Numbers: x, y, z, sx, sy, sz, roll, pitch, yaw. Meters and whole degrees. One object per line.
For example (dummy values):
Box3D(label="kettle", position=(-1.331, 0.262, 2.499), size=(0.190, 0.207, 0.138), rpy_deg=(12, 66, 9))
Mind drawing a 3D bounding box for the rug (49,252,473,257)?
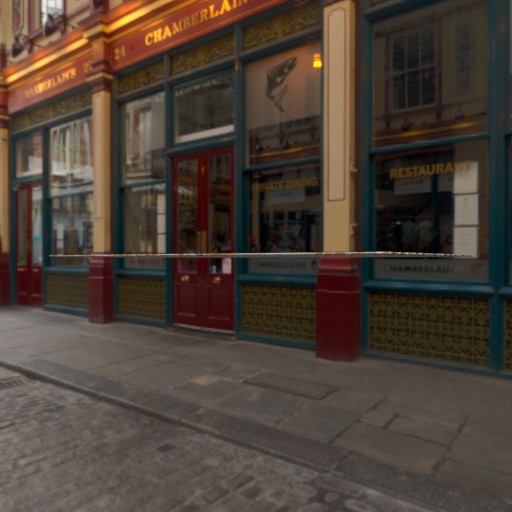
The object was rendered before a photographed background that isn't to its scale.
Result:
Box3D(label="rug", position=(0.000, 0.000, 2.286), size=(1.827, 0.008, 1.230), rpy_deg=(0, -1, 37))
